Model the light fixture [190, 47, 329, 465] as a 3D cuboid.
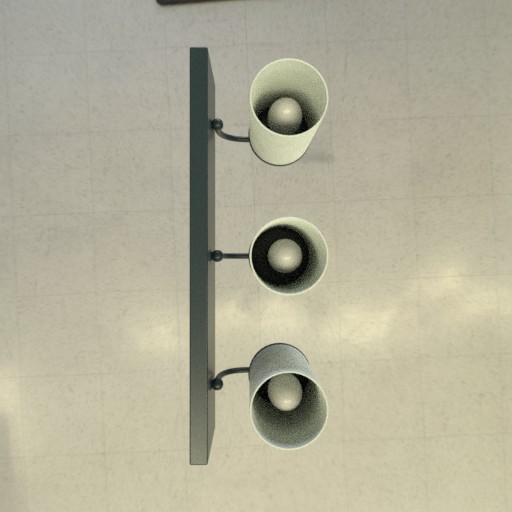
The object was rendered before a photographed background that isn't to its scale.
[{"bbox_3d":[0.000,0.000,0.528,0.145,0.172,0.451,0,90,-1],"label":"light fixture"}]
